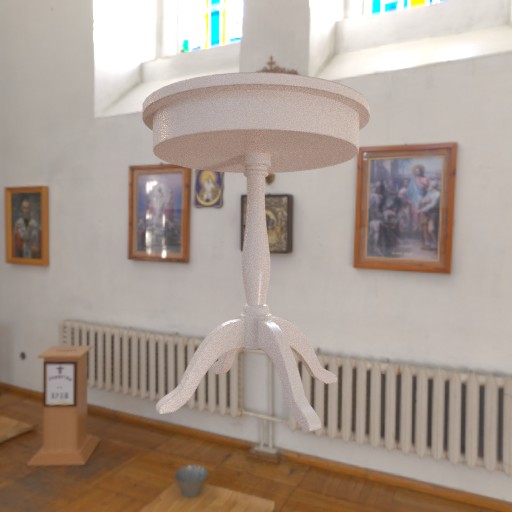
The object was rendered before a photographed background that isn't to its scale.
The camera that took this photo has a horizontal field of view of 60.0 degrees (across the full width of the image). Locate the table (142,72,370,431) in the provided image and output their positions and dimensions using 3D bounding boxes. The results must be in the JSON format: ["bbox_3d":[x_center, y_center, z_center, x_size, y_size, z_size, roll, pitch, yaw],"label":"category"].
[{"bbox_3d":[0.000,0.000,1.036,0.513,0.653,0.513,0,1,0],"label":"table"}]
